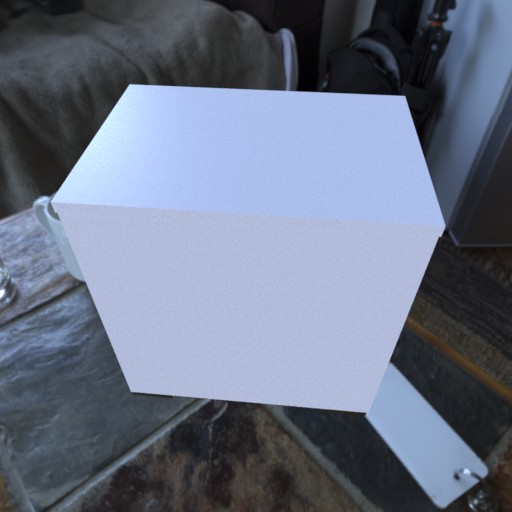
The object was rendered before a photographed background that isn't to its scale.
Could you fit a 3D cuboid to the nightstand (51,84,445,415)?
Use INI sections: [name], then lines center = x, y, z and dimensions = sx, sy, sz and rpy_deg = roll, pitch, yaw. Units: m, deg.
[nightstand]
center = 0.000, 0.000, 0.770
dimensions = 0.441, 0.460, 0.325
rpy_deg = 4, 45, 4
